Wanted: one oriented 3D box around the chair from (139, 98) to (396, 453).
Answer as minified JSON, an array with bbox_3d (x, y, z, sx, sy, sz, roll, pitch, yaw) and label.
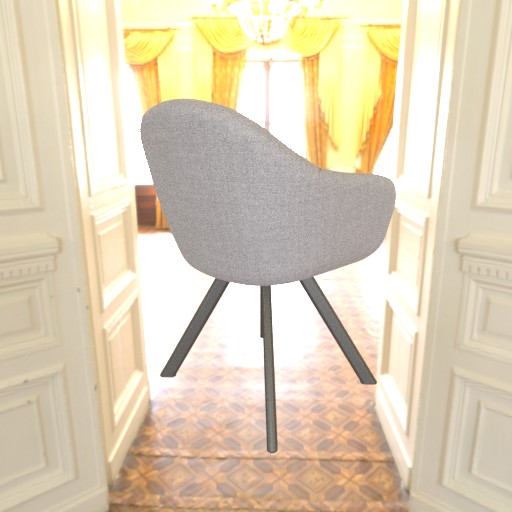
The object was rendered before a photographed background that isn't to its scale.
[{"bbox_3d":[0.000,0.000,1.221,0.550,0.795,0.590,-14,20,-42],"label":"chair"}]
